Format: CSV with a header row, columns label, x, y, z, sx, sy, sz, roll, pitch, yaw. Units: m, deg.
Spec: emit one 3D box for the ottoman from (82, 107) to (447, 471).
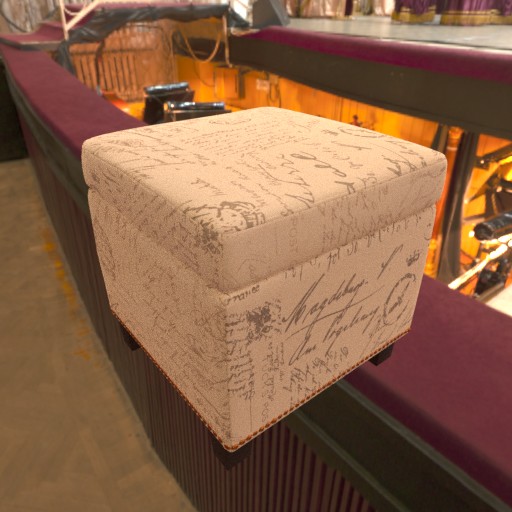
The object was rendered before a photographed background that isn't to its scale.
label,x,y,z,sx,sy,sz,roll,pitch,yaw
ottoman,0.000,0.000,0.829,0.450,0.457,0.449,-22,37,-32
